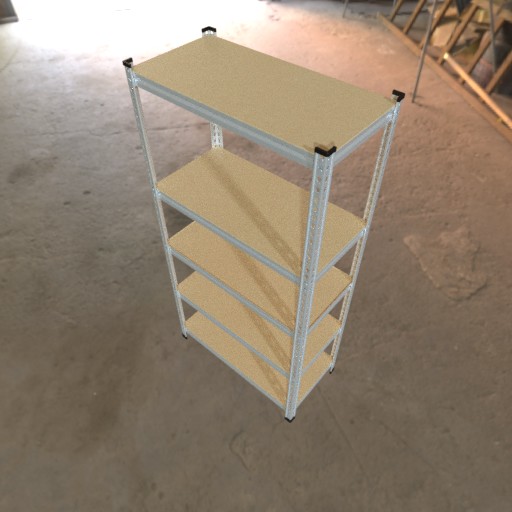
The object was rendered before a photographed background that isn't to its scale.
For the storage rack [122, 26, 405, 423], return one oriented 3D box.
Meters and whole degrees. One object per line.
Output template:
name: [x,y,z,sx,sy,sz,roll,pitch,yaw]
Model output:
storage rack: [0.000,0.000,2.210,0.914,1.829,0.457,32,55,26]
